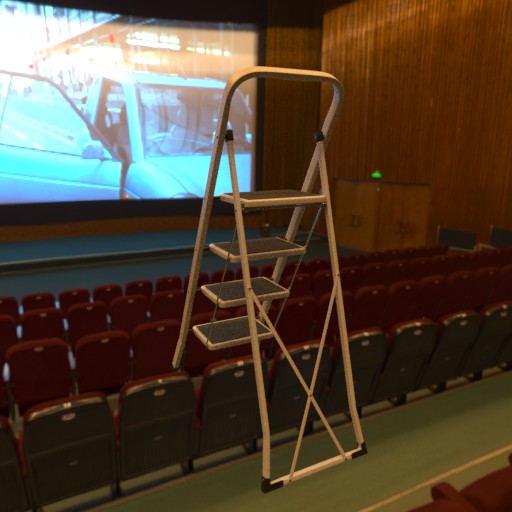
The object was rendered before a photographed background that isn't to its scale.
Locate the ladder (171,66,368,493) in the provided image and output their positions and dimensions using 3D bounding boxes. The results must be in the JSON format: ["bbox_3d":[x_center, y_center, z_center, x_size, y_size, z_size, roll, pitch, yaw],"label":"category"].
[{"bbox_3d":[0.000,0.000,1.690,0.460,1.265,0.914,-7,16,-26],"label":"ladder"}]
